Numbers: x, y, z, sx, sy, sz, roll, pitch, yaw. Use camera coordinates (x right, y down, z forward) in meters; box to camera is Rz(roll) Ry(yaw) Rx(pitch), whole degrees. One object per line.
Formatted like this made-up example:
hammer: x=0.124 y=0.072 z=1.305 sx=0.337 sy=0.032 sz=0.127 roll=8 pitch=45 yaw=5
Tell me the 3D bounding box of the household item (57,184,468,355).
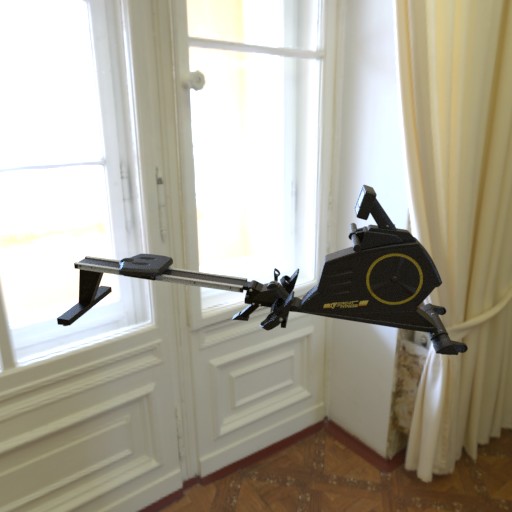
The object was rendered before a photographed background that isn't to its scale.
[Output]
household item: x=0.000 y=0.000 z=2.527 sx=2.251 sy=0.810 sz=0.521 roll=3 pitch=18 yaw=9
